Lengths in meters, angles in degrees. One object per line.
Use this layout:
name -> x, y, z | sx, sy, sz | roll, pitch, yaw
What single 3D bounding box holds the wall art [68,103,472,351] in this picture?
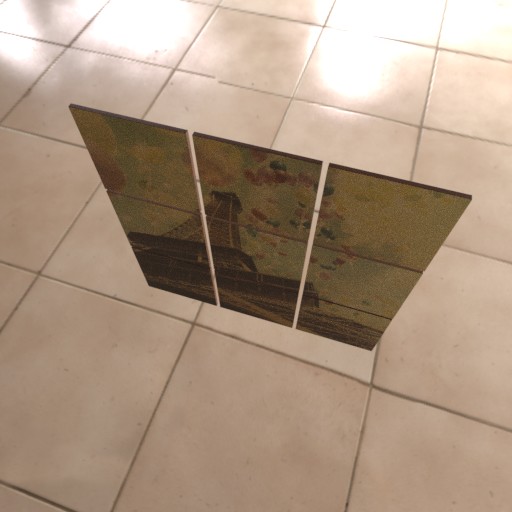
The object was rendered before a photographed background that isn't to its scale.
wall art -> 0.000, 0.000, 1.856 | 1.256, 1.246, 0.017 | 15, 60, 9
